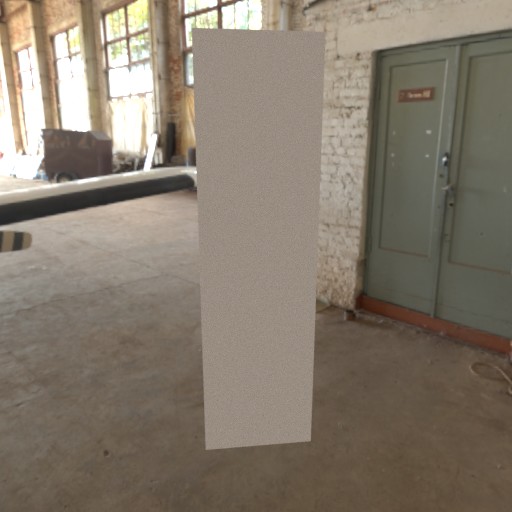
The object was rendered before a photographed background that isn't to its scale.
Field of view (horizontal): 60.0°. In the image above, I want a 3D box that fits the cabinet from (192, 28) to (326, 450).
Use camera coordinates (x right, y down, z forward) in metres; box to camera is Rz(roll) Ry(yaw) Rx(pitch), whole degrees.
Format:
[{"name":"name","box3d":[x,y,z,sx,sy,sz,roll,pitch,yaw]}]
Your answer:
[{"name":"cabinet","box3d":[0.000,0.000,1.977,0.500,1.790,0.230,-2,15,-7]}]
